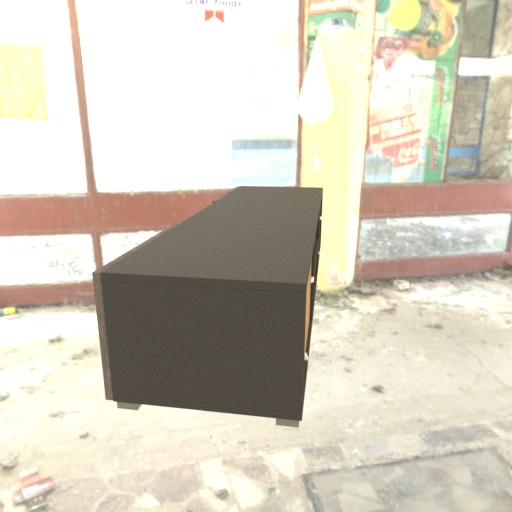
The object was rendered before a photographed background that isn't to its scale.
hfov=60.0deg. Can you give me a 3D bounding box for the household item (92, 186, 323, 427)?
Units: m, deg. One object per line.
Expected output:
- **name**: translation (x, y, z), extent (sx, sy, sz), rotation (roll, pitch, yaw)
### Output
- **household item**: translation (0.000, 0.000, 1.543), extent (0.420, 0.310, 1.400), rotation (3, 16, 9)
